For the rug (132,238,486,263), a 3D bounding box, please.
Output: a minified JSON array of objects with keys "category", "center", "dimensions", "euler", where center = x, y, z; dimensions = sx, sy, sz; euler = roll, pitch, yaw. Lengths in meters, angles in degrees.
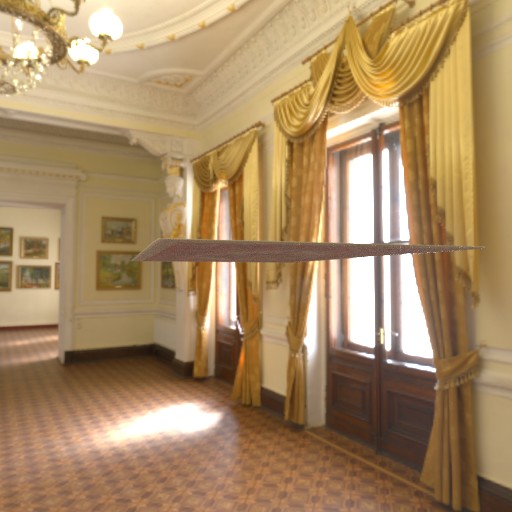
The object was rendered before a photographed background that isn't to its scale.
[{"category":"rug","center":[0.000,0.000,1.088],"dimensions":[0.556,0.004,0.868],"euler":[1,-3,-18]}]
